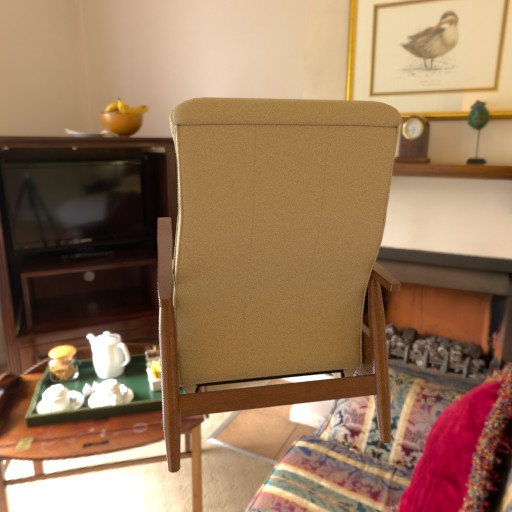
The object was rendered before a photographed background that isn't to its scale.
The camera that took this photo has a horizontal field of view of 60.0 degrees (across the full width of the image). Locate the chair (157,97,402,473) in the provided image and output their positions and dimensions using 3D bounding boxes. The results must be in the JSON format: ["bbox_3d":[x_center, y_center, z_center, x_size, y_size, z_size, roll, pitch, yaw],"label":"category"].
[{"bbox_3d":[0.000,0.000,1.746,0.762,1.082,1.014,-3,14,-11],"label":"chair"}]
